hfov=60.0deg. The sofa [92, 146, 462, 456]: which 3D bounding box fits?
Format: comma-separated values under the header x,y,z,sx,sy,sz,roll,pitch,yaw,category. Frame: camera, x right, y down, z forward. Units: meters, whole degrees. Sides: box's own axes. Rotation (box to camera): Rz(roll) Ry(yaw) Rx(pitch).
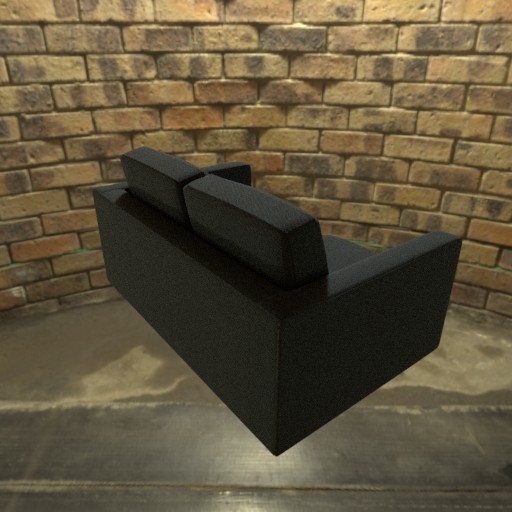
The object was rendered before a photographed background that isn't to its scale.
x,y,z,sx,sy,sz,roll,pitch,yaw,category
0.000,0.000,2.146,0.999,0.930,1.518,-19,32,-33,sofa
